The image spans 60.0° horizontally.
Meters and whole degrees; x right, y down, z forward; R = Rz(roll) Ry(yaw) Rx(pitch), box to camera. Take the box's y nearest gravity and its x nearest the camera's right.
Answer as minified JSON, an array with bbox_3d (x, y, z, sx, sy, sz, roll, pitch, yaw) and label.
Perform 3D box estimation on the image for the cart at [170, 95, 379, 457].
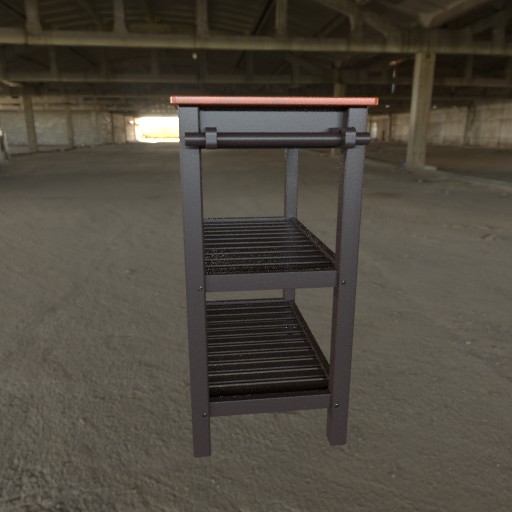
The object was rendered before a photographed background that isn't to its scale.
[{"bbox_3d":[0.000,0.000,1.445,0.457,0.927,0.899,-2,16,-7],"label":"cart"}]
